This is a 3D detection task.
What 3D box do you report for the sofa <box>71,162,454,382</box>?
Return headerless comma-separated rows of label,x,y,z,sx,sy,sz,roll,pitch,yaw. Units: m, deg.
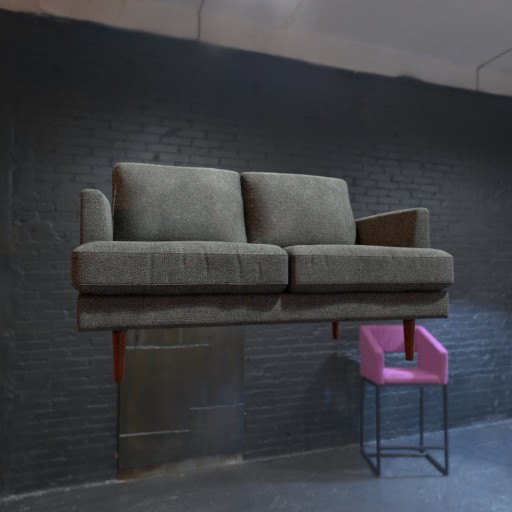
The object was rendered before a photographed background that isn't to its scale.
sofa,0.000,0.000,2.128,1.582,0.956,0.903,1,-3,-18
